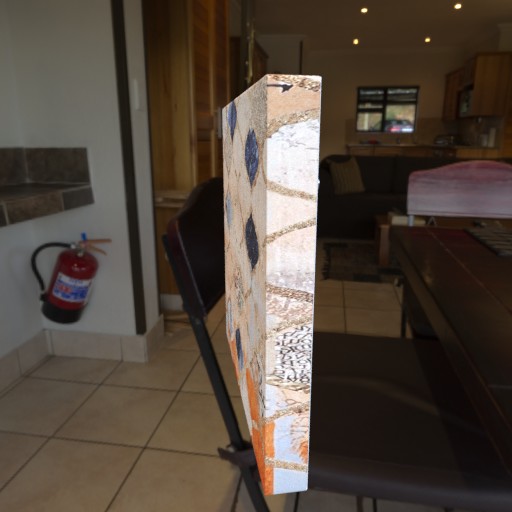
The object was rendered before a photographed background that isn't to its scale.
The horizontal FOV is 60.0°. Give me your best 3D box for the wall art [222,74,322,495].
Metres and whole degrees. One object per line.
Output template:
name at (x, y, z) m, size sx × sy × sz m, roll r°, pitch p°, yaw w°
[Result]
wall art at (0.000, 0.000, 0.450) m, size 0.036 × 0.304 × 0.303 m, roll -2°, pitch 15°, yaw -9°
